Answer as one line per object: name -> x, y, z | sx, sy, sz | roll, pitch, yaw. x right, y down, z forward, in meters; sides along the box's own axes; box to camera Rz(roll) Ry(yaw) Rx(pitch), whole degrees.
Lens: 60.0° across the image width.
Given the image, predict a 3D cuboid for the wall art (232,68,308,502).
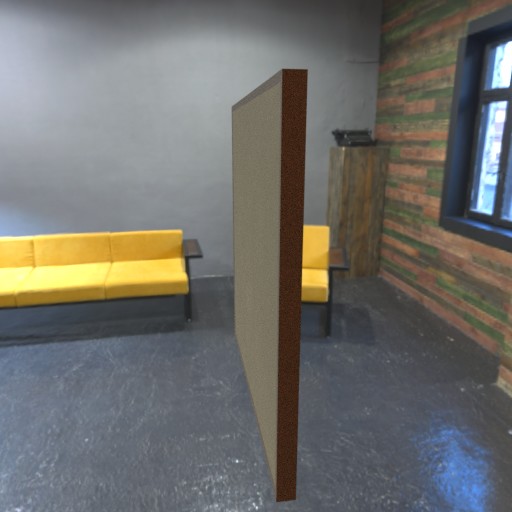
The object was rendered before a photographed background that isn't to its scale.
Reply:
wall art -> 0.000, 0.000, 1.104 | 0.038, 0.758, 0.761 | -2, 15, -8
